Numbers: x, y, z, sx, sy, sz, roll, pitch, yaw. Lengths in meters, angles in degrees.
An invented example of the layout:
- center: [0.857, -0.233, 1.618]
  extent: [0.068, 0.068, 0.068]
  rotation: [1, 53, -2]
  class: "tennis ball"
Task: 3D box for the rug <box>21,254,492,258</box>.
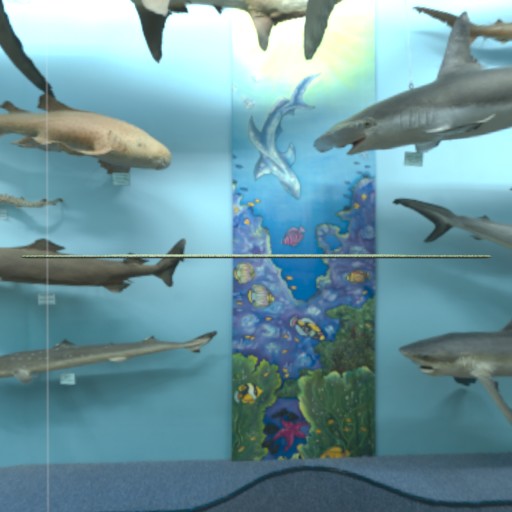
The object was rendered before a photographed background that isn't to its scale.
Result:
- center: [0.000, 0.000, 2.932]
  extent: [2.270, 0.017, 1.606]
  rotation: [0, 0, 0]
  class: "rug"
